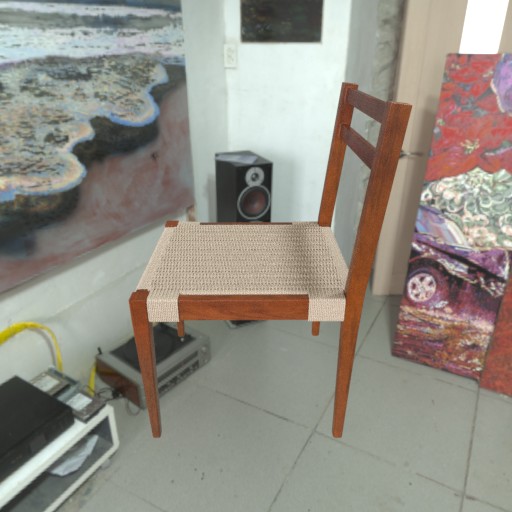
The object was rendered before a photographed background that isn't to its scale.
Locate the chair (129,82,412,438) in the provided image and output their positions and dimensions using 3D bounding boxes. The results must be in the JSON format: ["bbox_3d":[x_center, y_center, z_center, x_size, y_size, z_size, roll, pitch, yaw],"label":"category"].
[{"bbox_3d":[0.000,0.000,1.210,0.569,0.851,0.495,0,26,0],"label":"chair"}]
